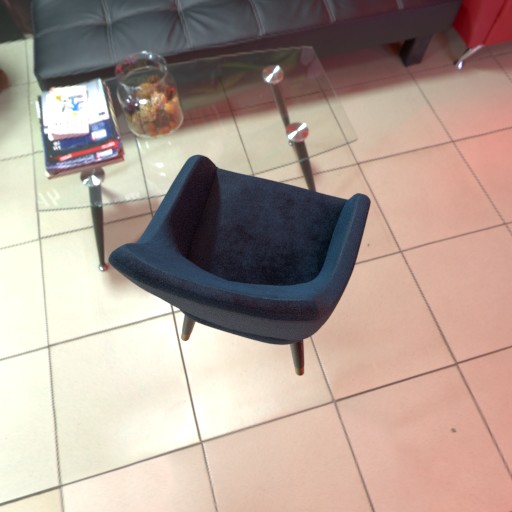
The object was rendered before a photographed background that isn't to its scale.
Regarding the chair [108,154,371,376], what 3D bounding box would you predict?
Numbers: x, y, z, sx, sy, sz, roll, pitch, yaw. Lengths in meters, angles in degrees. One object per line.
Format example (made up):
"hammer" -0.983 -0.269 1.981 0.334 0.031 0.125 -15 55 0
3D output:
"chair" 0.000 0.000 1.576 0.683 1.081 0.794 15 64 8
